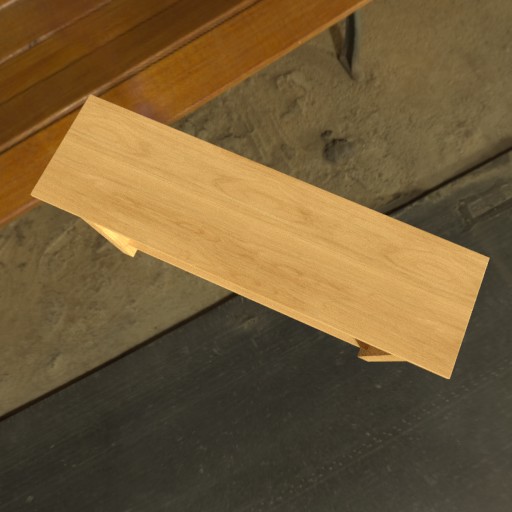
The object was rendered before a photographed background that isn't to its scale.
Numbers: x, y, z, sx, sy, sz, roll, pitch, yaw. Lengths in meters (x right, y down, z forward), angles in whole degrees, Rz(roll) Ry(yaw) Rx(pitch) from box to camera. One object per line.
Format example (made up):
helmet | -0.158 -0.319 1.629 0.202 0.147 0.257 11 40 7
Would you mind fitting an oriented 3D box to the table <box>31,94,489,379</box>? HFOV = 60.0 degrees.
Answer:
table | 0.000 0.000 1.584 1.240 0.730 0.350 23 78 5
